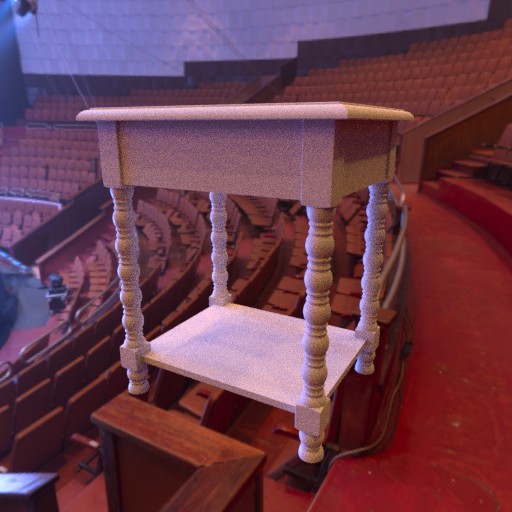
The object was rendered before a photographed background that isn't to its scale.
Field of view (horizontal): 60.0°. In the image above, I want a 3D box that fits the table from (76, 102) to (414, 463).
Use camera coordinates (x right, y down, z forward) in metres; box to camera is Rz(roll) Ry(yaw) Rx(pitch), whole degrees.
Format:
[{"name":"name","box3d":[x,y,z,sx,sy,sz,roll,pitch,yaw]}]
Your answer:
[{"name":"table","box3d":[0.000,0.000,0.843,0.460,0.531,0.381,9,19,28]}]
